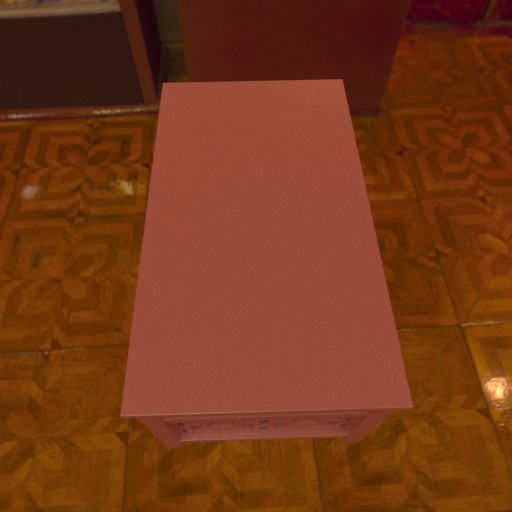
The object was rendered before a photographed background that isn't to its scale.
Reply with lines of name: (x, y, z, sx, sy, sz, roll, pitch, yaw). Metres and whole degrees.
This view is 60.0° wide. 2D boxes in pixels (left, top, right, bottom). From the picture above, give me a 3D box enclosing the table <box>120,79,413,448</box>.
table: (0.000, 0.000, 1.398, 0.612, 0.493, 1.068, -1, 58, -1)
